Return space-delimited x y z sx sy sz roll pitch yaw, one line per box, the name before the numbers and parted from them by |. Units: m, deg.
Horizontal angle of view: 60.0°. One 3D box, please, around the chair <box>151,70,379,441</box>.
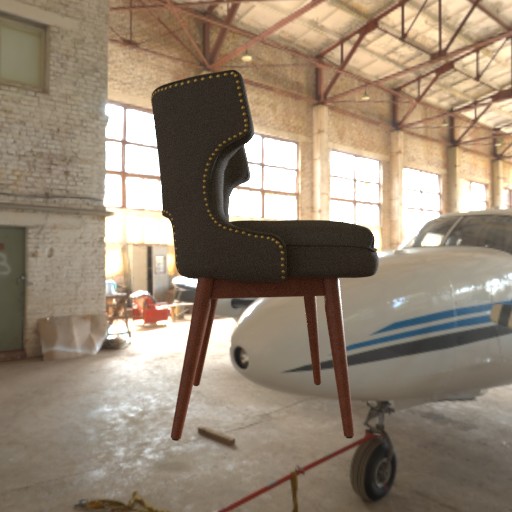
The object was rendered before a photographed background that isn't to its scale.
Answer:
chair | 0.000 0.000 1.265 0.581 0.863 0.595 0 0 -2
